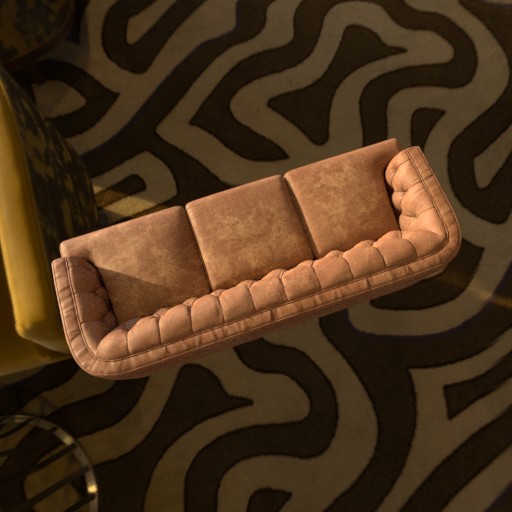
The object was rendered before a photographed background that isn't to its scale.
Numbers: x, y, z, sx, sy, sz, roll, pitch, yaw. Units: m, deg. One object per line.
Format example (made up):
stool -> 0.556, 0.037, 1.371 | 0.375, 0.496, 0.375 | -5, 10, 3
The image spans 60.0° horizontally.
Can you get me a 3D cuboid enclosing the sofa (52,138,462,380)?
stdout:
sofa -> 0.000, 0.000, 2.721 | 2.257, 0.791, 0.922 | -18, 77, -4
